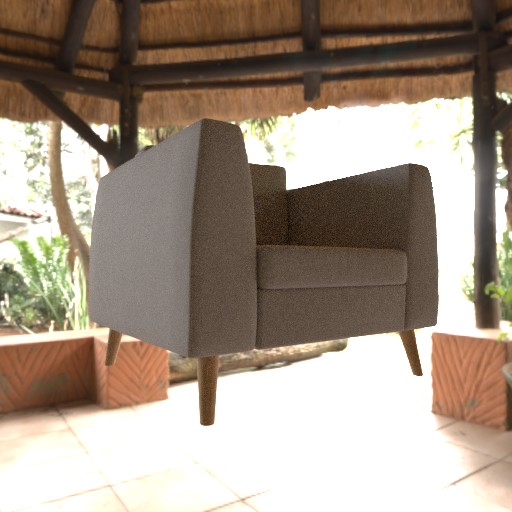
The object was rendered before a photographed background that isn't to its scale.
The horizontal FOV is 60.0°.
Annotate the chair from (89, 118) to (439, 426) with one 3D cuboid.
[{"bbox_3d":[0.000,0.000,1.682,1.000,0.860,0.930,1,-2,-35],"label":"chair"}]
